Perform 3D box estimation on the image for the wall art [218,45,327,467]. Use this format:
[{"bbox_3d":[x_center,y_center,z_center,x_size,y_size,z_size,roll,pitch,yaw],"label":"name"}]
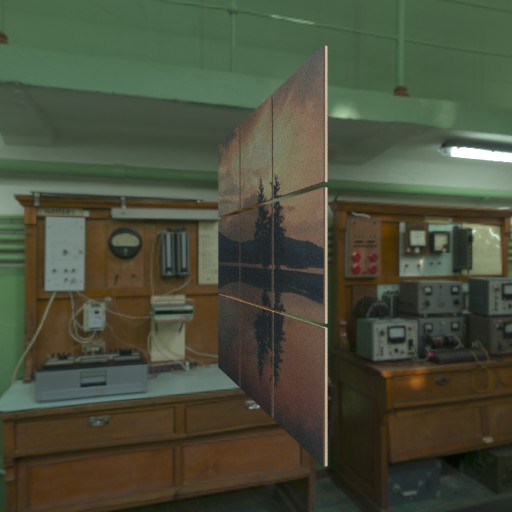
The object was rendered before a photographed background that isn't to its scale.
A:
[{"bbox_3d":[0.000,0.000,1.856,0.013,1.218,1.216,0,0,-19],"label":"wall art"}]
